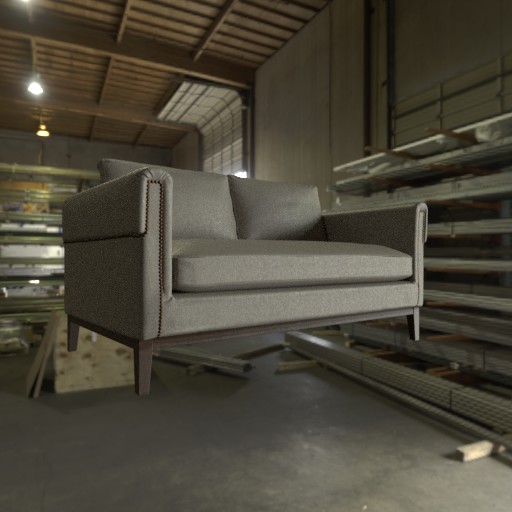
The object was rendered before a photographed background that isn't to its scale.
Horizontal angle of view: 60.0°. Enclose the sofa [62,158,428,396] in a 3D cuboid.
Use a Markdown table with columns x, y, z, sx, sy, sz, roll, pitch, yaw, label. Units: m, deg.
| x | y | z | sx | sy | sz | roll | pitch | yaw | label |
| --- | --- | --- | --- | --- | --- | --- | --- | --- | --- |
| 0.000 | 0.000 | 2.161 | 1.598 | 0.873 | 0.899 | 0 | 0 | -37 | sofa |
